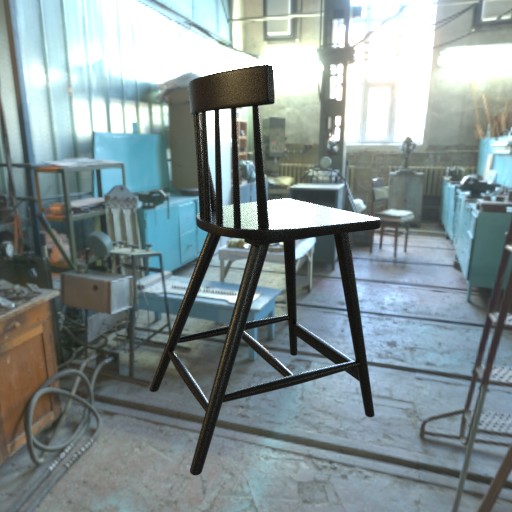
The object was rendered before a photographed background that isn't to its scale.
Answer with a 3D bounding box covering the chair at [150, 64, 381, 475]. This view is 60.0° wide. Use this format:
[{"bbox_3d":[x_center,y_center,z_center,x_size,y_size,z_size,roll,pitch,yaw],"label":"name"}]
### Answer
[{"bbox_3d":[0.000,0.000,1.279,0.572,0.952,0.483,-7,16,-26],"label":"chair"}]
